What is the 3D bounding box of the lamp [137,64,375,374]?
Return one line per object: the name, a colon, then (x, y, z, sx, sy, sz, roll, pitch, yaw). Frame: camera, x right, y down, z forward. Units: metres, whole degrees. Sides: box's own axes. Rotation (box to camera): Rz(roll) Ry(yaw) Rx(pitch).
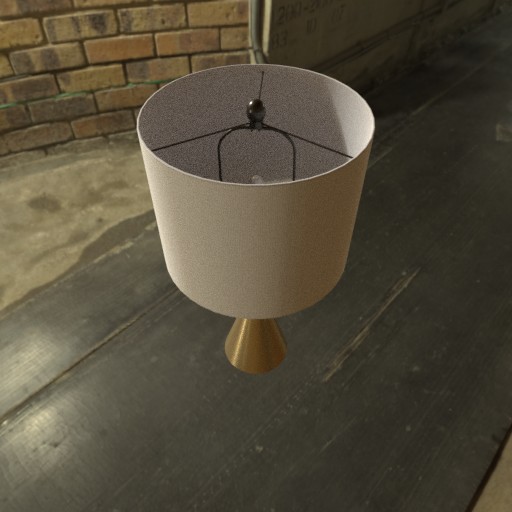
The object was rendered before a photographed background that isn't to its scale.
lamp: (0.000, 0.000, 0.768, 0.304, 0.573, 0.304, 3, 46, 3)
